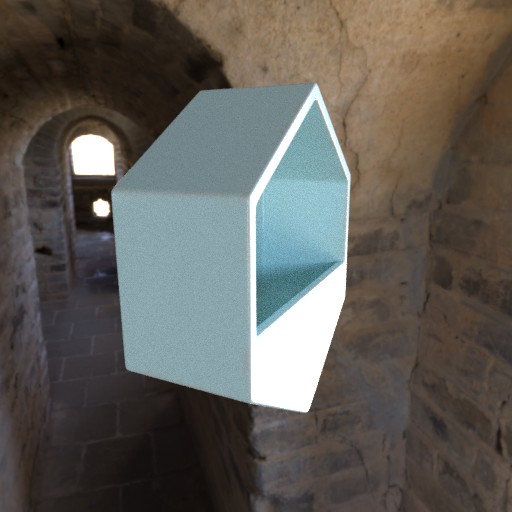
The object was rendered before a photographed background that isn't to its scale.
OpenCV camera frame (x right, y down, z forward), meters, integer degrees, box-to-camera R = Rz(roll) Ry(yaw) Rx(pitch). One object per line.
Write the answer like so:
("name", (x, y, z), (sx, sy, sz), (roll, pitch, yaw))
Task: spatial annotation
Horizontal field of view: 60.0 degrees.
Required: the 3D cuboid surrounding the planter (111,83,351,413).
("planter", (0.000, 0.000, 0.287), (0.078, 0.207, 0.169), (7, 16, 25))
